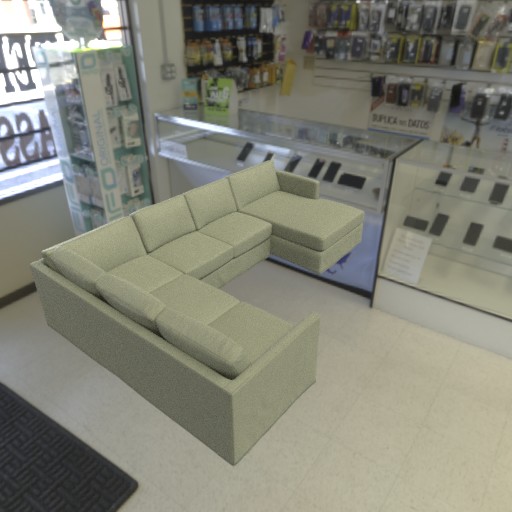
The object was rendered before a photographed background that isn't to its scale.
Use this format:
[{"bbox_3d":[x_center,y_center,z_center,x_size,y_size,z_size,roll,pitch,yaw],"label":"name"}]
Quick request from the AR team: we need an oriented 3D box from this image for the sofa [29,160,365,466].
[{"bbox_3d":[0.000,0.000,4.568,2.427,0.882,3.460,22,36,33],"label":"sofa"}]
